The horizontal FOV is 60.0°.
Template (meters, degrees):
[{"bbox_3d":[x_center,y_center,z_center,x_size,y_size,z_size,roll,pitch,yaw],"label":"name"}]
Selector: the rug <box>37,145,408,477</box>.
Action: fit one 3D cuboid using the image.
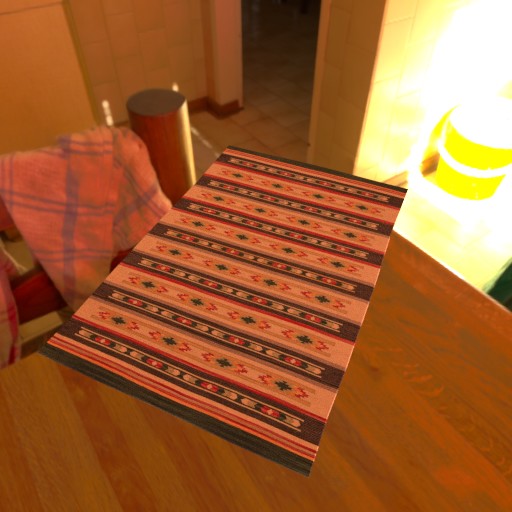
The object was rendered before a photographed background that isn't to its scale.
[{"bbox_3d":[0.000,0.000,2.291,1.221,0.009,1.825,18,48,17],"label":"rug"}]
